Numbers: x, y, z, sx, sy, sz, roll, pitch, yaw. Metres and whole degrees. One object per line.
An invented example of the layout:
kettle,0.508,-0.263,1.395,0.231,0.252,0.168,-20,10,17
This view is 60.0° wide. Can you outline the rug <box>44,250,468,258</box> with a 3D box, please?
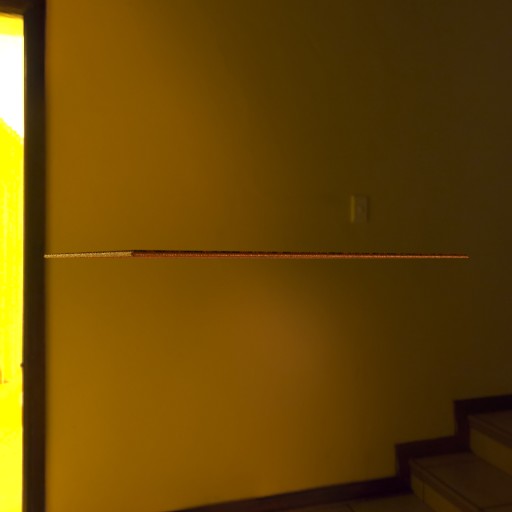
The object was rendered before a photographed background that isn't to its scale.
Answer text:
rug,0.000,0.000,2.833,2.204,0.024,1.588,0,-1,-36
